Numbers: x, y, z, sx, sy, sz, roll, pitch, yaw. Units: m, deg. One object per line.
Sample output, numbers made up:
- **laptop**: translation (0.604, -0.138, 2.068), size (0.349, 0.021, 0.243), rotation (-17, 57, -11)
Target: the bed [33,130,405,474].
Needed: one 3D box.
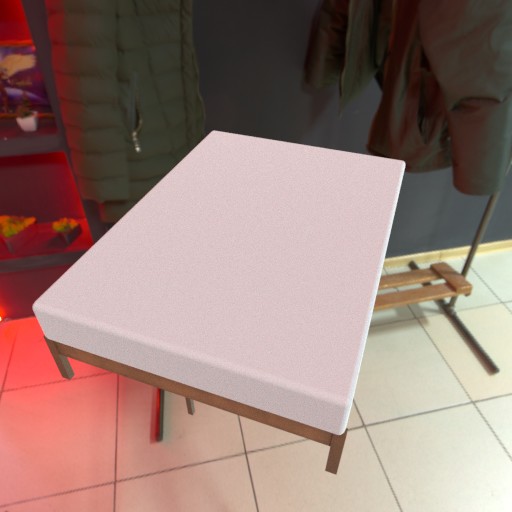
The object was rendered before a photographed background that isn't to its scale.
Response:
- **bed**: translation (0.000, 0.000, 2.776), size (1.529, 0.593, 2.050), rotation (13, 42, 15)
